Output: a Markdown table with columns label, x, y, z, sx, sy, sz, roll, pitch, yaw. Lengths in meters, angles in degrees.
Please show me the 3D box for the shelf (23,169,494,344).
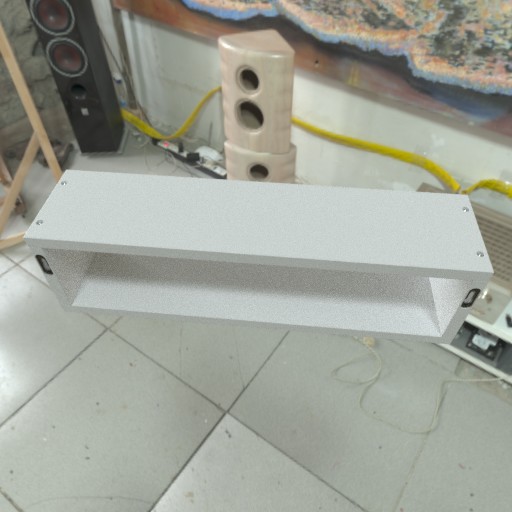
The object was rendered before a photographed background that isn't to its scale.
| label | x | y | z | sx | sy | sz | roll | pitch | yaw |
| --- | --- | --- | --- | --- | --- | --- | --- | --- | --- |
| shelf | 0.000 | 0.000 | 0.684 | 0.610 | 0.170 | 0.150 | 4 | 48 | 4 |
